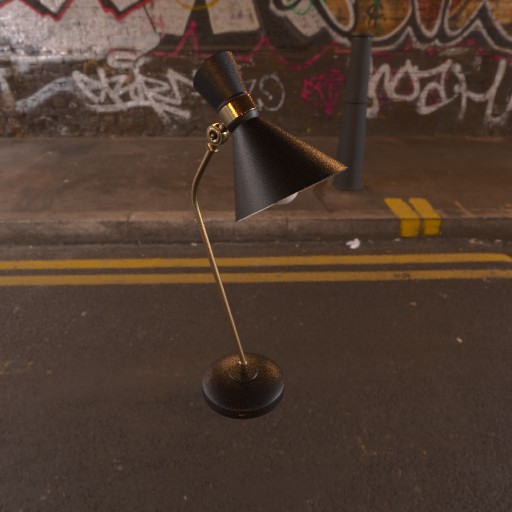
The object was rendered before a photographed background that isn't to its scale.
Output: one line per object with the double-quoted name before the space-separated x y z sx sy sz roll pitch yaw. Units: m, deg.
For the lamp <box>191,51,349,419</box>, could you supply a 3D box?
"lamp" 0.000 0.000 0.772 0.292 0.647 0.189 19 33 32
